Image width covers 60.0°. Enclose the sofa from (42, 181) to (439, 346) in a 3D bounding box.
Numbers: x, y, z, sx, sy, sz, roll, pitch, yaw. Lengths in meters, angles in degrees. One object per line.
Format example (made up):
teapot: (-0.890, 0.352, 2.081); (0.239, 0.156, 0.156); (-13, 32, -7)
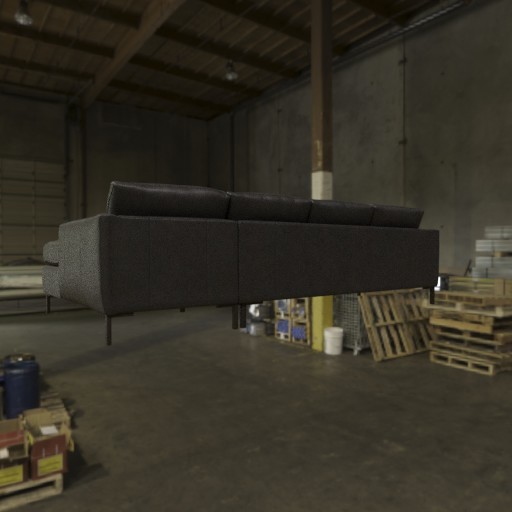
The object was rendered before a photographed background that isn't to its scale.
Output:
sofa: (0.000, 0.000, 3.640); (2.993, 0.859, 1.471); (-1, 1, -36)
